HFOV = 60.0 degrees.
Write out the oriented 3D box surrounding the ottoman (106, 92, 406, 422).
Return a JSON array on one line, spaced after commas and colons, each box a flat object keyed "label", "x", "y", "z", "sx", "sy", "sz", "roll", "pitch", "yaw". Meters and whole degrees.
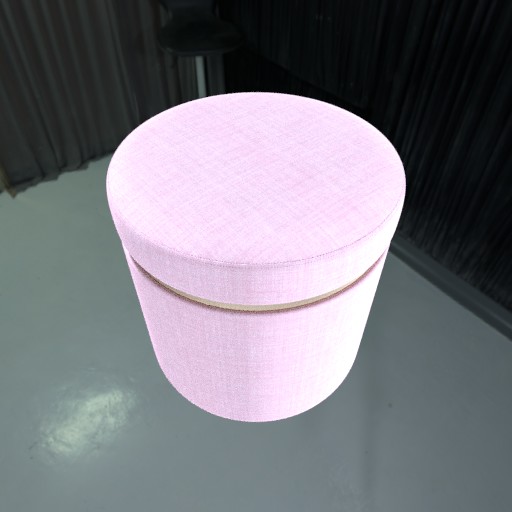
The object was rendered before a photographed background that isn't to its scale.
[{"label": "ottoman", "x": 0.000, "y": 0.000, "z": 0.732, "sx": 0.400, "sy": 0.406, "sz": 0.400, "roll": 0, "pitch": 46, "yaw": 0}]
